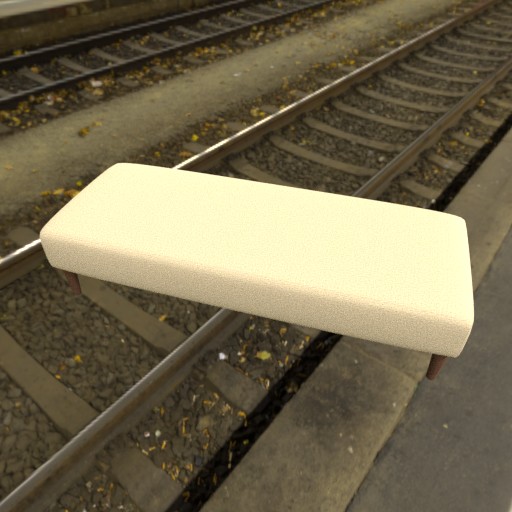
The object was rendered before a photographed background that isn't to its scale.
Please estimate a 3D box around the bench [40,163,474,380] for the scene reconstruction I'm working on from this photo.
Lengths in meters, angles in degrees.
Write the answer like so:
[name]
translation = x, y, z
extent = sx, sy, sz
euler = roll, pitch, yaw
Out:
[bench]
translation = 0.000, 0.000, 1.874
extent = 1.609, 0.393, 0.646
euler = 11, 41, 13
